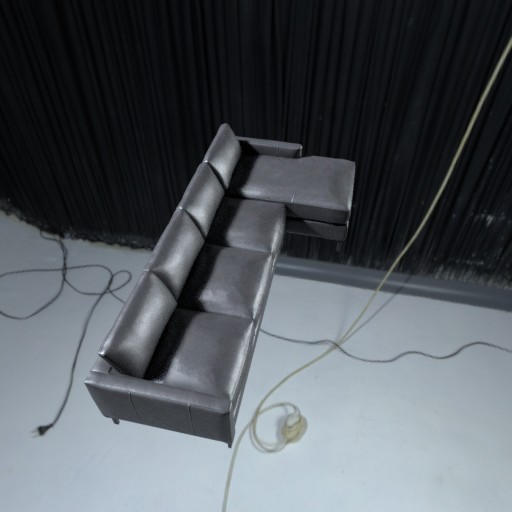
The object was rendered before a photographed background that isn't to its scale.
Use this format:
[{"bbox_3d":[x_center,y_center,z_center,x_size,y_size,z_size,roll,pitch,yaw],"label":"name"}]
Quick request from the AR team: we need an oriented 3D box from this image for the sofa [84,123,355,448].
[{"bbox_3d":[0.000,0.000,3.704,1.471,0.859,2.993,9,46,9],"label":"sofa"}]
